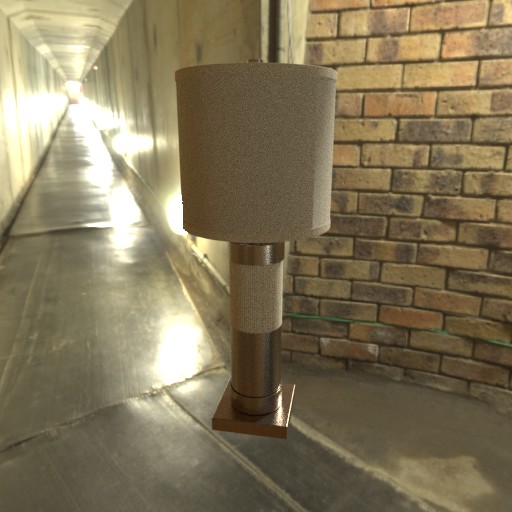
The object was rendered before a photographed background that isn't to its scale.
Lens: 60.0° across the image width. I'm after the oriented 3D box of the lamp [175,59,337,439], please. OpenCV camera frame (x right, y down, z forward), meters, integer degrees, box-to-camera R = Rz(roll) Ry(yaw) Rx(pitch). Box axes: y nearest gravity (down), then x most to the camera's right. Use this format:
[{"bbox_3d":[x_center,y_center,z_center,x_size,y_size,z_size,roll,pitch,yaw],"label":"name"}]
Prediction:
[{"bbox_3d":[0.000,0.000,0.625,0.202,0.509,0.202,3,16,10],"label":"lamp"}]
